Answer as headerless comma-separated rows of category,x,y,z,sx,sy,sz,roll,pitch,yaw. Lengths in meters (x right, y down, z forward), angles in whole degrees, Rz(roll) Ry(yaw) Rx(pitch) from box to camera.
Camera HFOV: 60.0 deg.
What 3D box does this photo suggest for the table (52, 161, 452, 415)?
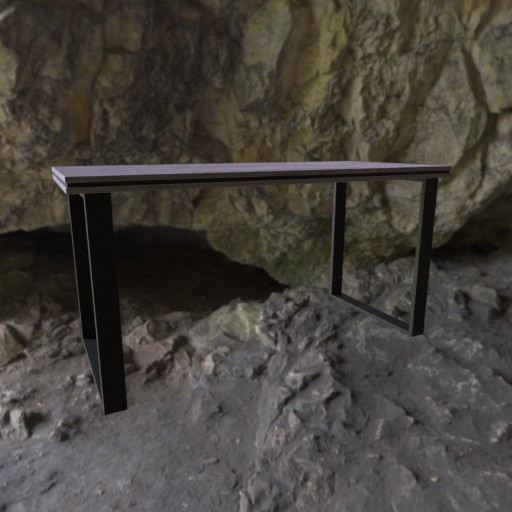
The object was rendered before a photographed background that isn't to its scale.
table,0.000,0.000,2.264,1.778,0.899,0.795,-7,16,-26
